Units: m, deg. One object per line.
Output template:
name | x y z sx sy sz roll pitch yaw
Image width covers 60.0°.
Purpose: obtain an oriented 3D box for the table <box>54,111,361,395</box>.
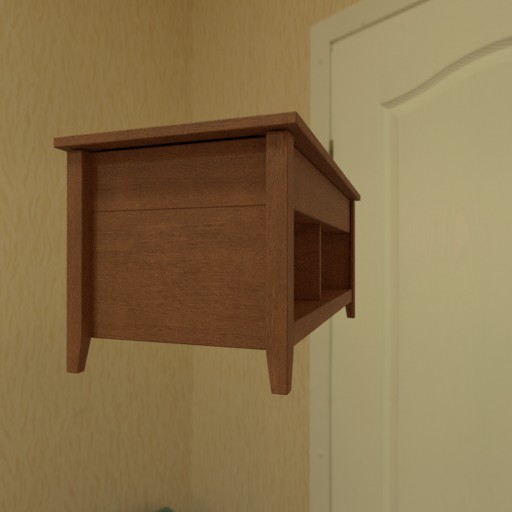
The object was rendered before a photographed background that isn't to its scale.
table | 0.000 0.000 1.260 0.483 0.457 1.016 0 0 19
